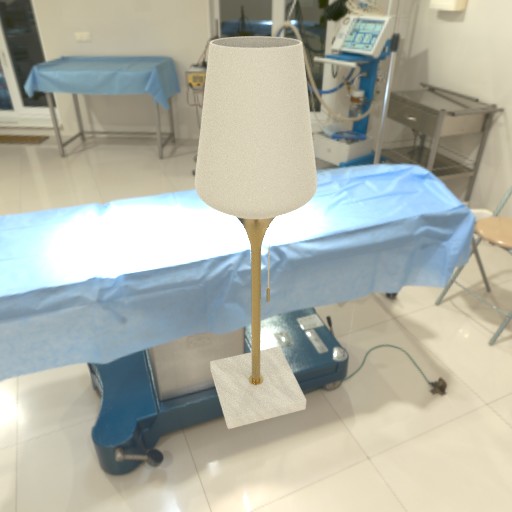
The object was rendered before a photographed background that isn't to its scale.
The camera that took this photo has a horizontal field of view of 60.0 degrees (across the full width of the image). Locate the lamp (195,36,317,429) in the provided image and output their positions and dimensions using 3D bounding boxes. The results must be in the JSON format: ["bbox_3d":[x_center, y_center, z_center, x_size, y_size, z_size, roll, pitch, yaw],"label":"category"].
[{"bbox_3d":[0.000,0.000,0.729,0.181,0.639,0.181,-9,34,-14],"label":"lamp"}]
